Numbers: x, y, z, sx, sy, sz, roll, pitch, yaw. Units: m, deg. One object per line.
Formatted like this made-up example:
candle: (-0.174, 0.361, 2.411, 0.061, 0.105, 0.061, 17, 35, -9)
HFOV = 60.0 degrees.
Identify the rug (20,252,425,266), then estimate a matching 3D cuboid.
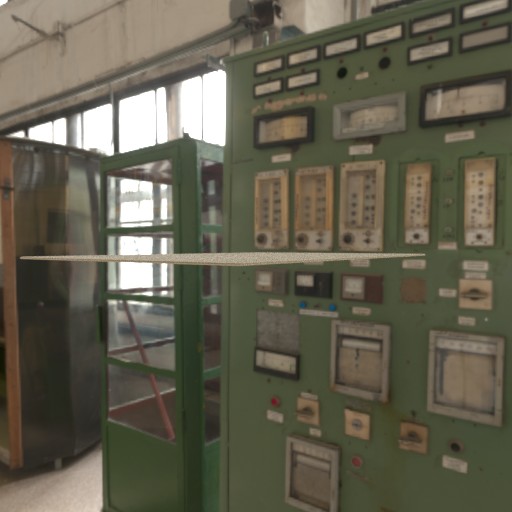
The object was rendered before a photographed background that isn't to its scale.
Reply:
rug: (0.000, 0.000, 2.307, 1.219, 0.010, 1.829, 1, 1, 36)
